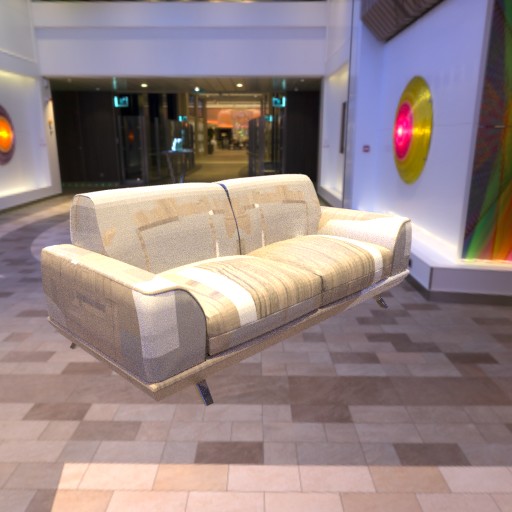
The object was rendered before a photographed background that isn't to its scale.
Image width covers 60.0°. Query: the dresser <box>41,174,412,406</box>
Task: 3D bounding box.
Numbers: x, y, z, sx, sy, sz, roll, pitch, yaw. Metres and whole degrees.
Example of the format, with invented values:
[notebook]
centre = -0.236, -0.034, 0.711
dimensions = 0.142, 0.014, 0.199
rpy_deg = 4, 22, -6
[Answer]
[dresser]
centre = 0.000, 0.000, 5.831
dimensions = 2.251, 1.863, 4.679
rpy_deg = 14, 20, 42
